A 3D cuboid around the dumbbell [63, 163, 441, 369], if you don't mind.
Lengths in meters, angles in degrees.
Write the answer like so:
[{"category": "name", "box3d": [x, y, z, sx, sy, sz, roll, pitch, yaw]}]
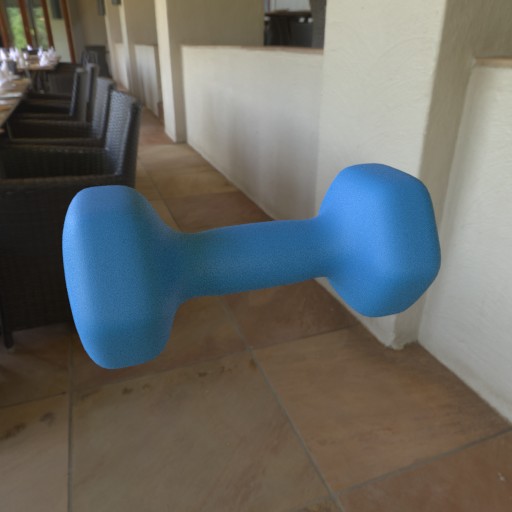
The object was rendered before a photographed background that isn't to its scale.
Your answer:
[{"category": "dumbbell", "box3d": [0.000, 0.000, 0.192, 0.152, 0.066, 0.074, -8, 27, -15]}]
